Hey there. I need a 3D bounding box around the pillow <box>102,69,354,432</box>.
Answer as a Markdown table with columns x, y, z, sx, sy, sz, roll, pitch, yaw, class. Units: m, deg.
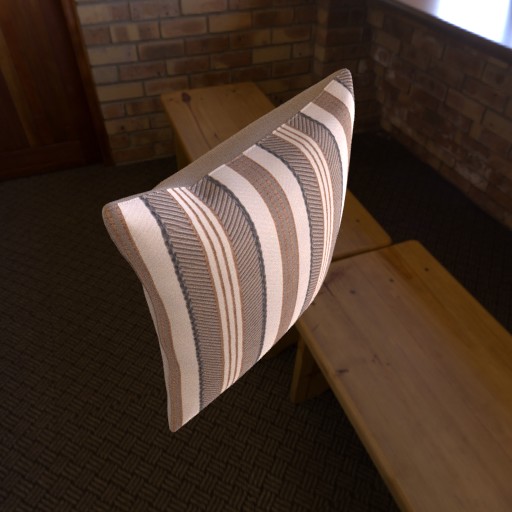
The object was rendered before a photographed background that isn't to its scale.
| x | y | z | sx | sy | sz | roll | pitch | yaw | class |
| --- | --- | --- | --- | --- | --- | --- | --- | --- | --- |
| 0.000 | 0.000 | 0.622 | 0.173 | 0.401 | 0.416 | 28 | 49 | 27 | pillow |
